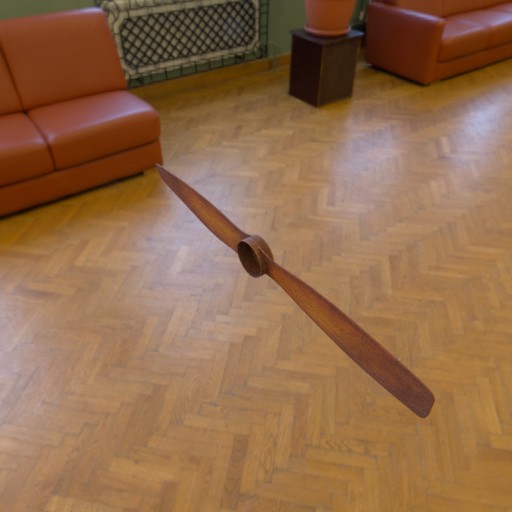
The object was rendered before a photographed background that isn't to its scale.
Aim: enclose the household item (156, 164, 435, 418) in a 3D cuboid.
[{"bbox_3d":[0.000,0.000,1.251,0.051,0.121,1.181,-26,47,-27],"label":"household item"}]
